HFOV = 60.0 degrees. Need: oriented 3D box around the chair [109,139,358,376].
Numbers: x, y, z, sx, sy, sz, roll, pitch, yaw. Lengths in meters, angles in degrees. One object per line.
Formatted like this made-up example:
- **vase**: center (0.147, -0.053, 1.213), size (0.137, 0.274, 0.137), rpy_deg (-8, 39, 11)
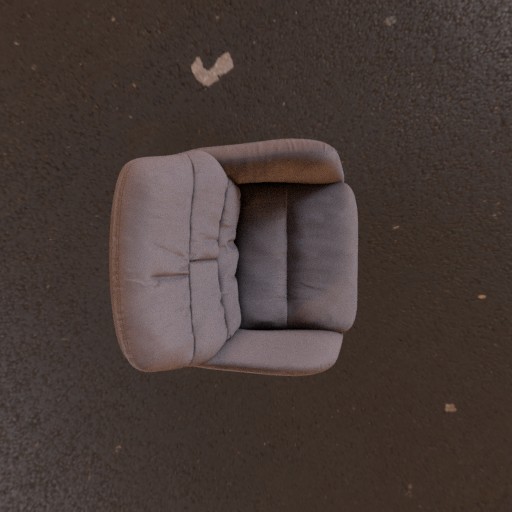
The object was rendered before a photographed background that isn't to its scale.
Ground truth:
- **chair**: center (0.000, 0.000, 1.236), size (0.569, 0.888, 0.579), rpy_deg (0, 92, 0)
